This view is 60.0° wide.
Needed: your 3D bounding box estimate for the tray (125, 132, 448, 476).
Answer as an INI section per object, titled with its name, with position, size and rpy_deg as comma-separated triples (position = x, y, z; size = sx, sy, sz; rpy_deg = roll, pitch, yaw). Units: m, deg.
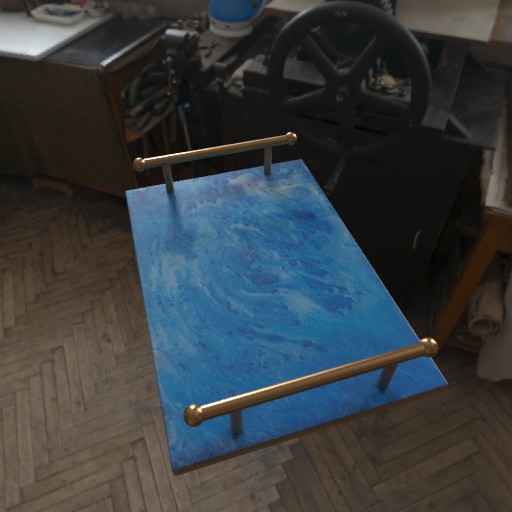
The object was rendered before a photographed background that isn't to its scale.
[tray]
position = 0.000, 0.000, 0.578
size = 0.304, 0.084, 0.444
rpy_deg = -13, 48, -12
